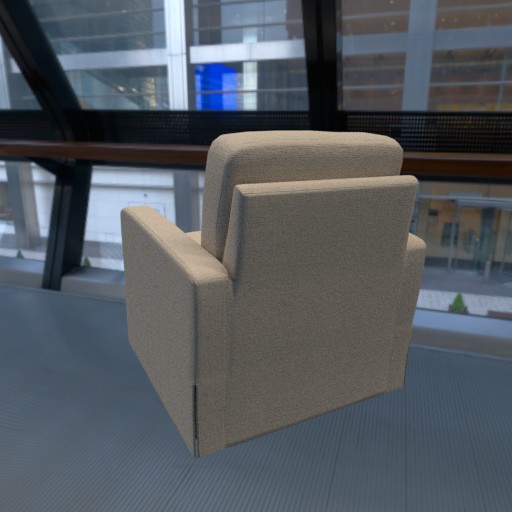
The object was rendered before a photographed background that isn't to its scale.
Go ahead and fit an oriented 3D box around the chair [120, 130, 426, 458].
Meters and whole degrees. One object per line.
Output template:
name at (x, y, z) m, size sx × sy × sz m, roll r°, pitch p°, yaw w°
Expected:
chair at (0.000, 0.000, 1.530) m, size 0.755 × 0.827 × 0.888 m, roll -8°, pitch 17°, yaw -27°
